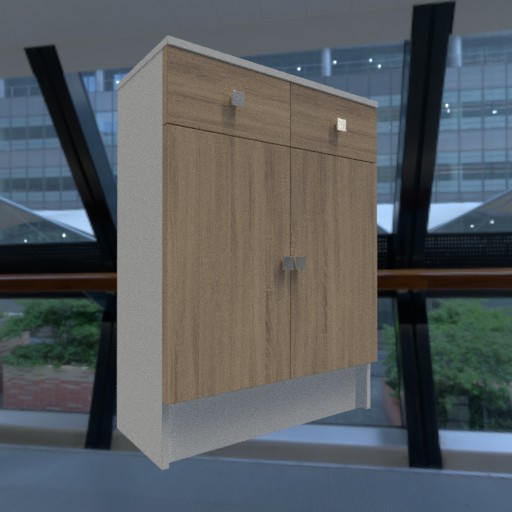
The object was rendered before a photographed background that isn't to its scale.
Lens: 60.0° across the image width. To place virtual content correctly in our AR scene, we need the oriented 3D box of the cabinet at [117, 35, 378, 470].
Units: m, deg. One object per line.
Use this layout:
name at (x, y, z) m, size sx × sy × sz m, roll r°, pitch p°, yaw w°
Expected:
cabinet at (0.000, 0.000, 1.105) m, size 0.600 × 0.815 × 0.296 m, roll 0°, pitch 0°, yaw -36°
